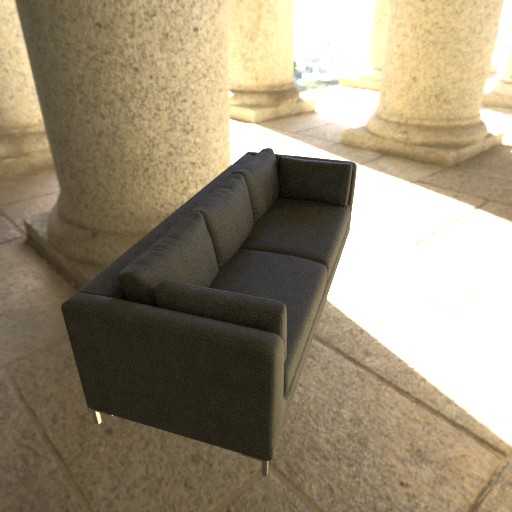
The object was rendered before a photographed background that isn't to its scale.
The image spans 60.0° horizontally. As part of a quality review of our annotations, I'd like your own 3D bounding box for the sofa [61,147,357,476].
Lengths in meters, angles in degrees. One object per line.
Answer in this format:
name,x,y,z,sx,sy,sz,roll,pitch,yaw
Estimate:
sofa,0.000,0.000,2.913,0.969,0.867,2.415,9,31,16
